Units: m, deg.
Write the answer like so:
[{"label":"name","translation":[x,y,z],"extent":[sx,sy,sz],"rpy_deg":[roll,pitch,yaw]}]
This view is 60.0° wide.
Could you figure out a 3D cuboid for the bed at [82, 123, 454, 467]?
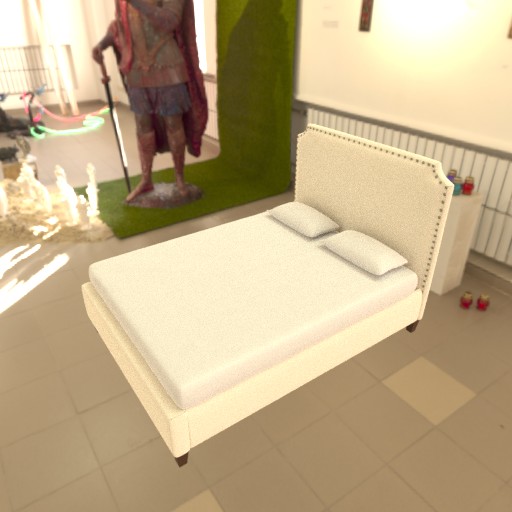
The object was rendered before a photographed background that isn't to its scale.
[{"label":"bed","translation":[0.000,0.000,3.518],"extent":[2.372,1.497,1.712],"rpy_deg":[-19,35,-30]}]
